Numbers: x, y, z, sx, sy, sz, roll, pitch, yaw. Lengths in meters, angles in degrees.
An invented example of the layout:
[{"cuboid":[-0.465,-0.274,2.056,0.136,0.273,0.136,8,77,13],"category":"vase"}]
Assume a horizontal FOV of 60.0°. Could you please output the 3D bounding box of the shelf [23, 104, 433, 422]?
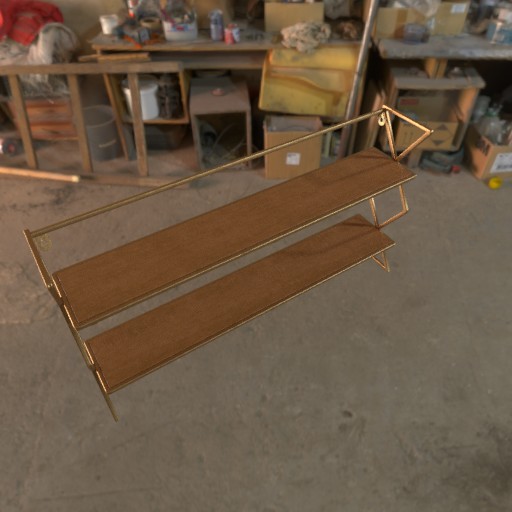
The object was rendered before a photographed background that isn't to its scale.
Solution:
[{"cuboid":[0.000,0.000,1.005,0.822,0.450,0.150,-25,50,-22],"category":"shelf"}]
